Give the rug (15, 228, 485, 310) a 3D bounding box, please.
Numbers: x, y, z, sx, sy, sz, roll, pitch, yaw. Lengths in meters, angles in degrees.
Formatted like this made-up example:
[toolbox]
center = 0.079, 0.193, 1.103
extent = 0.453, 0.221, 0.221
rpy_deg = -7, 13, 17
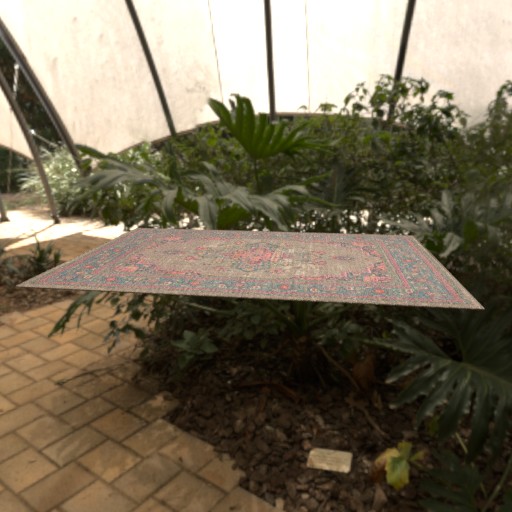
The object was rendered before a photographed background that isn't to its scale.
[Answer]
[rug]
center = 0.000, 0.000, 3.648
extent = 2.890, 0.013, 2.005
rpy_deg = 2, 15, 8
